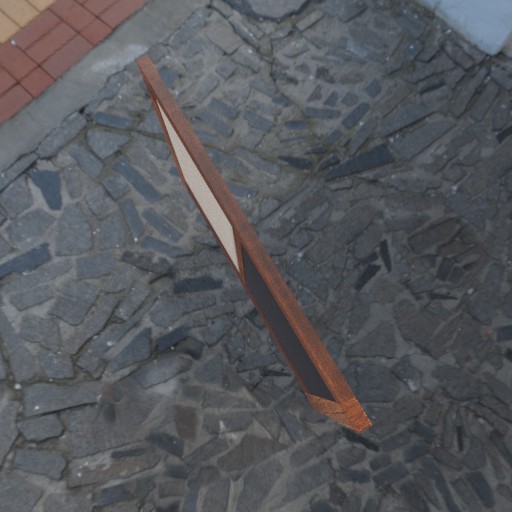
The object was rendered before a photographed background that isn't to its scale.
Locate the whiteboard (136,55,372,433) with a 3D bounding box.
[{"bbox_3d":[0.000,0.000,1.030,0.083,0.553,0.768,-29,77,-8],"label":"whiteboard"}]
